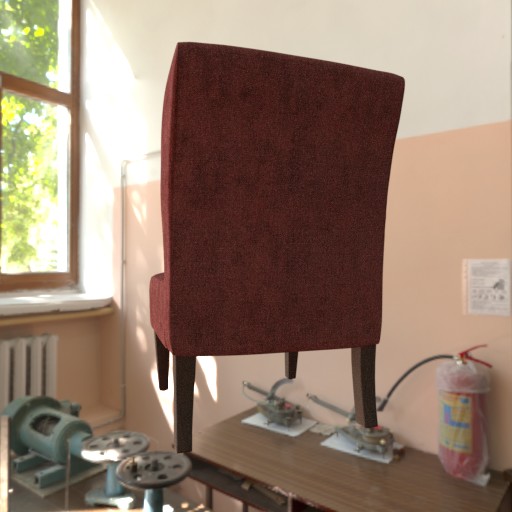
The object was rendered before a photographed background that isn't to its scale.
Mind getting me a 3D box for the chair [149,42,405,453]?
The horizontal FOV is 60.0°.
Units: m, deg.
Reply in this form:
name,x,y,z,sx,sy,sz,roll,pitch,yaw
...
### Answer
name,x,y,z,sx,sy,sz,roll,pitch,yaw
chair,0.000,0.000,1.223,0.538,0.846,0.640,0,-1,-18
